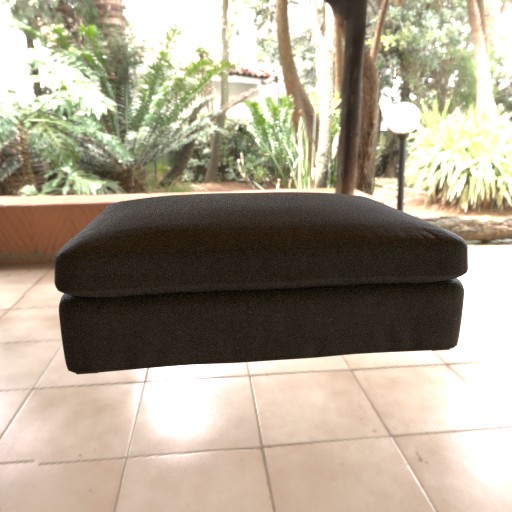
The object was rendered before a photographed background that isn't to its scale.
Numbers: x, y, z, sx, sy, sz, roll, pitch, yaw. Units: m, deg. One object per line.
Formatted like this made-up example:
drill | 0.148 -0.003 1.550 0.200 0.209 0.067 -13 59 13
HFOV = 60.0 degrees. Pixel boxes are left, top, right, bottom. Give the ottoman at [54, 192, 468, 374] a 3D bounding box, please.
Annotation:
ottoman | 0.000 0.000 1.626 1.199 0.429 0.840 -2 16 -7
